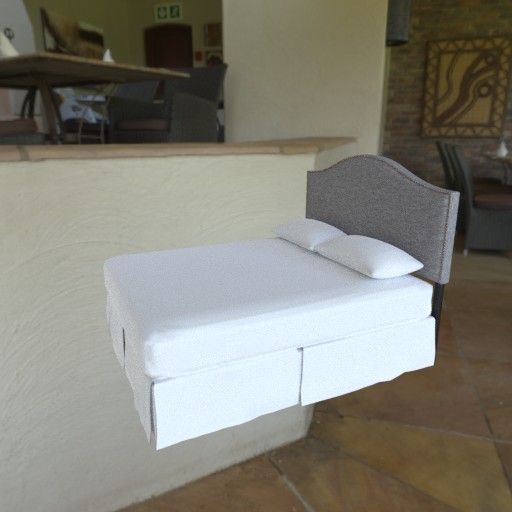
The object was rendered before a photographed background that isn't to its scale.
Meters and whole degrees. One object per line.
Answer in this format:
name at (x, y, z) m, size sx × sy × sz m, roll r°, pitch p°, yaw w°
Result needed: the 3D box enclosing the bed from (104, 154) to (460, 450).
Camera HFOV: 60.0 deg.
bed at (0.000, 0.000, 2.986) m, size 1.870 × 1.295 × 1.610 m, roll -7°, pitch 17°, yaw -24°
